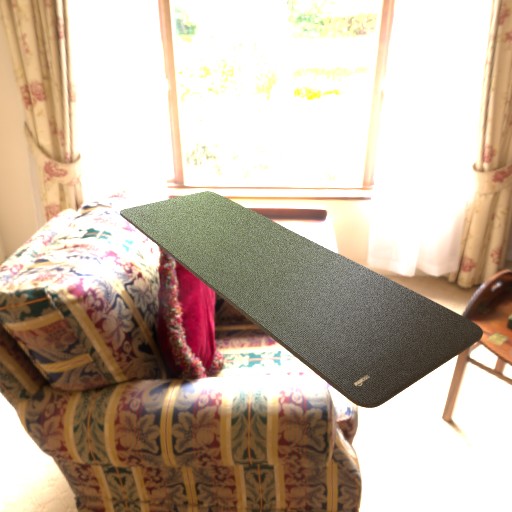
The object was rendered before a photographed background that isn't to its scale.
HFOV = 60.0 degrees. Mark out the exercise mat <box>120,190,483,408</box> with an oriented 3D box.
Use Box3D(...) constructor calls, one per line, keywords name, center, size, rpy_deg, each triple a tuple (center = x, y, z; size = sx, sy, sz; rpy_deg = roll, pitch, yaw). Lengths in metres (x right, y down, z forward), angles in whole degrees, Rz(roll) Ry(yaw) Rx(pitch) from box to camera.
Box3D(name="exercise mat", center=(0.000, 0.000, 2.028), size=(0.616, 0.021, 1.869), rpy_deg=(-18, 32, -32))
